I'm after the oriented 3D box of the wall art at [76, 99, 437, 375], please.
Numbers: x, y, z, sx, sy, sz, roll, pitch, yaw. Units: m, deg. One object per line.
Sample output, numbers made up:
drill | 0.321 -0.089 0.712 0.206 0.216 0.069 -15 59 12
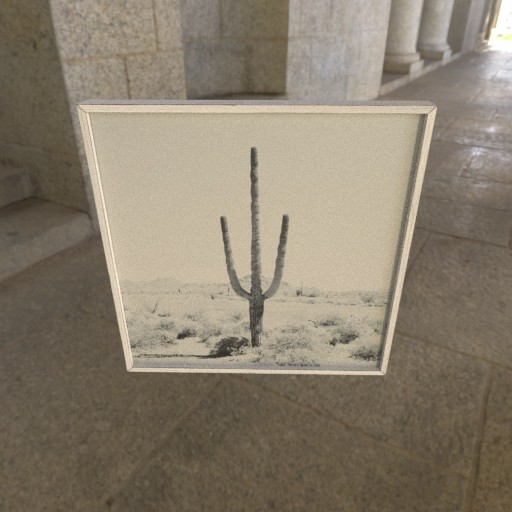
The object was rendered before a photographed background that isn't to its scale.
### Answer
wall art | 0.000 0.000 0.764 0.508 0.508 0.038 1 29 1
